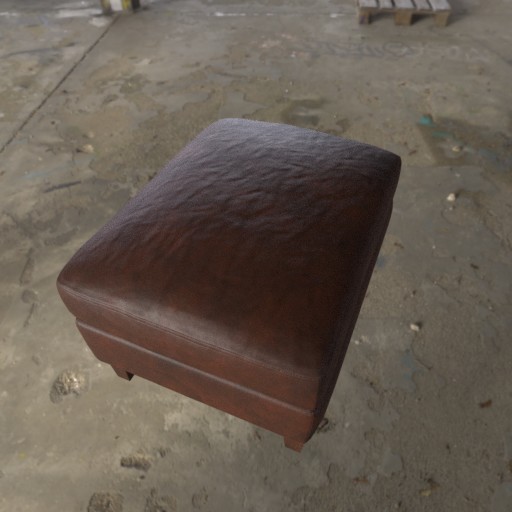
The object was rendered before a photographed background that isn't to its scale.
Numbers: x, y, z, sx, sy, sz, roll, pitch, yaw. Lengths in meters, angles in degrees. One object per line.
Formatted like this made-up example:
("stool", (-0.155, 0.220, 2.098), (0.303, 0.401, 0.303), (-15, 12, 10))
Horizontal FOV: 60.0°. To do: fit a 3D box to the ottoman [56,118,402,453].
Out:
("ottoman", (0.000, 0.000, 1.301), (0.659, 0.527, 0.887), (17, 47, 16))
